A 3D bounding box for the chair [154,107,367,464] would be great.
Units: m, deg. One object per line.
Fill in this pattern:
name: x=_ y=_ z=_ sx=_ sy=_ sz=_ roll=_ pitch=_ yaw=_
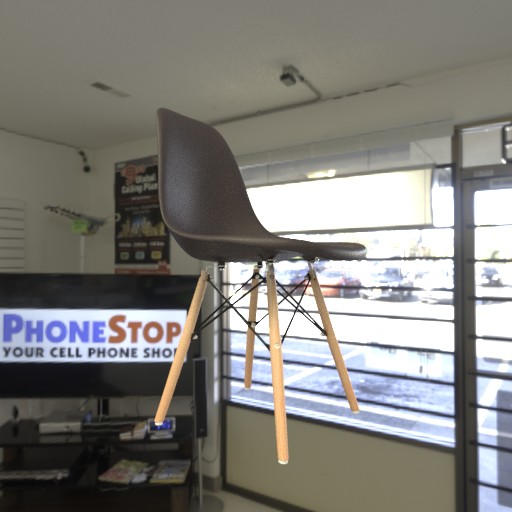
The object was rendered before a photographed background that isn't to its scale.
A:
chair: x=0.000 y=0.000 z=1.141 sx=0.533 sy=0.825 sz=0.470 roll=0 pitch=-1 yaw=36
